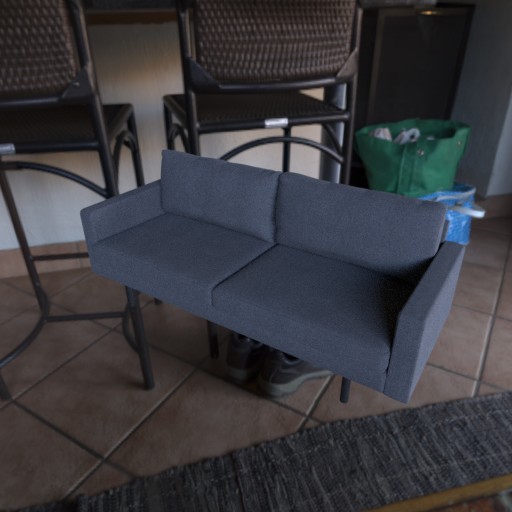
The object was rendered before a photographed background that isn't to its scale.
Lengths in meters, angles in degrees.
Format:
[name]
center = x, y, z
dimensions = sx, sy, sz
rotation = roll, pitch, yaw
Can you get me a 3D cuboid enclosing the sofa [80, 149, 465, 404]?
[sofa]
center = 0.000, 0.000, 2.617
dimensions = 2.100, 0.880, 0.880
rotation = 17, 33, 29
